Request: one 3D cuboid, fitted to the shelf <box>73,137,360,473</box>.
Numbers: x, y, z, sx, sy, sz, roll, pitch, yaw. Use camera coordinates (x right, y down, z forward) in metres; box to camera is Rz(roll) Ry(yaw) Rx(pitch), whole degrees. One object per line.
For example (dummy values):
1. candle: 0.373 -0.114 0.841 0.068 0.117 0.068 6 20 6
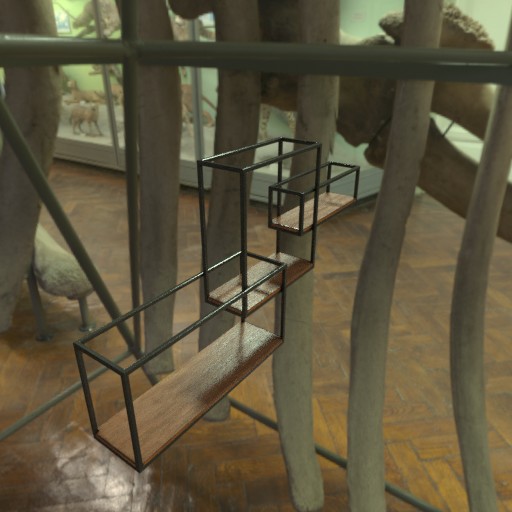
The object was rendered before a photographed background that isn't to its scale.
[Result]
1. shelf: 0.000 0.000 2.101 0.275 0.972 1.781 18 31 32
